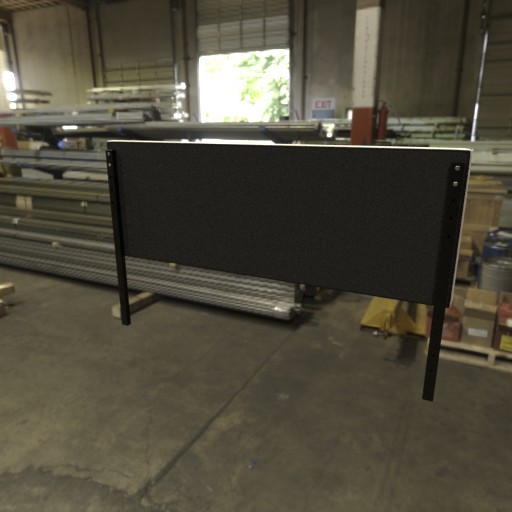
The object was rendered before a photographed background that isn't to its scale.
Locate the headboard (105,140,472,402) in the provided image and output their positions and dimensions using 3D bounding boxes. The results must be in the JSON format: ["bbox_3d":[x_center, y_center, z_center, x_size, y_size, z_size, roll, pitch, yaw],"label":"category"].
[{"bbox_3d":[0.000,0.000,2.866,2.362,1.410,0.120,8,19,25],"label":"headboard"}]
